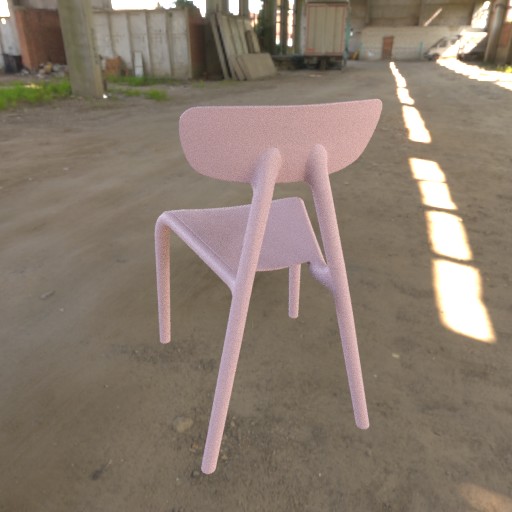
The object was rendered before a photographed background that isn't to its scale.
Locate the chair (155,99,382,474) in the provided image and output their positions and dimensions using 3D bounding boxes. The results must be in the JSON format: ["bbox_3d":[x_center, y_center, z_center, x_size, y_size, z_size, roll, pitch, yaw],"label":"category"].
[{"bbox_3d":[0.000,0.000,0.823,0.356,0.580,0.401,-8,27,-17],"label":"chair"}]
